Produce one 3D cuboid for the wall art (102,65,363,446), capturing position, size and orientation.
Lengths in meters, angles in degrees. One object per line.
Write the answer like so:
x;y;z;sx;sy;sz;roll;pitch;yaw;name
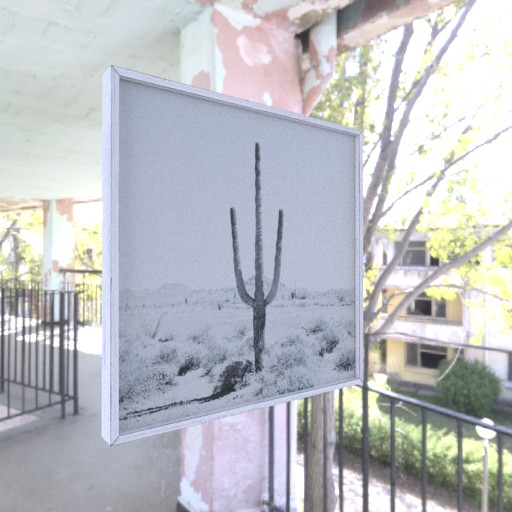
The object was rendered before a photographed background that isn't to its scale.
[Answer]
0.000;0.000;0.756;0.508;0.508;0.038;0;0;-36;wall art
